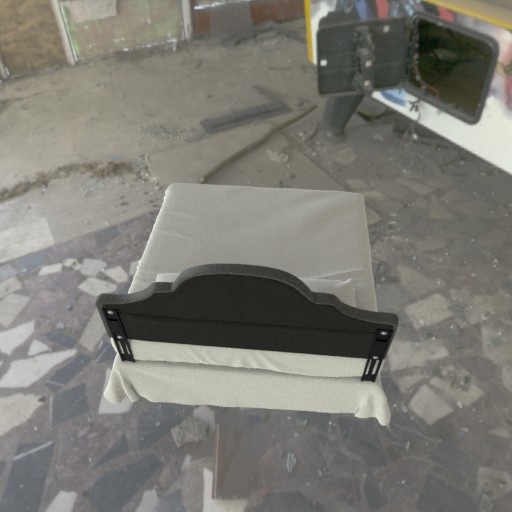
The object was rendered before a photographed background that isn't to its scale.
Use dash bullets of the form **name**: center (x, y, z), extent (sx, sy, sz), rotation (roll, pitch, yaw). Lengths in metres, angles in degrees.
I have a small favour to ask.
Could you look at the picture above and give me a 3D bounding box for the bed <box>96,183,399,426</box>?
- **bed**: center (0.000, 0.000, 3.820), extent (2.303, 1.631, 2.222), rotation (4, 45, 4)
